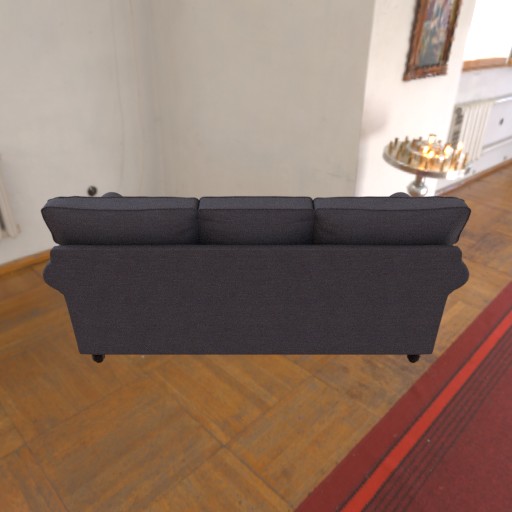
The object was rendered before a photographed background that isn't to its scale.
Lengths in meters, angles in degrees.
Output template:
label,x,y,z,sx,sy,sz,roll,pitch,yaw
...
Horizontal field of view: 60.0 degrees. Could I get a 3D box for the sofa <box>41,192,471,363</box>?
label,x,y,z,sx,sy,sz,roll,pitch,yaw
sofa,0.000,0.000,2.593,2.084,0.966,0.909,0,30,0
